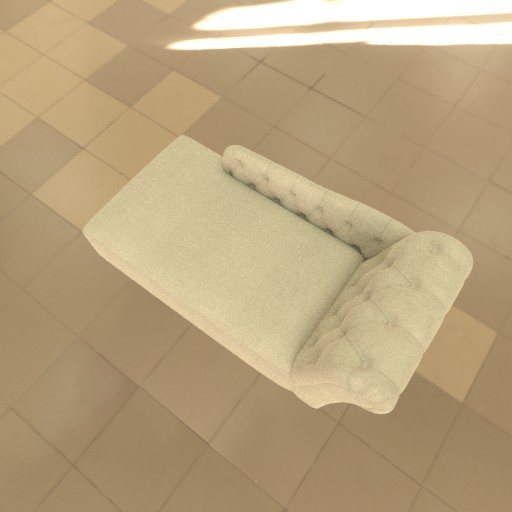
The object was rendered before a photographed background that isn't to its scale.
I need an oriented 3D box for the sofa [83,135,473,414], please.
[{"bbox_3d":[0.000,0.000,1.811,1.379,0.787,0.675,33,68,16],"label":"sofa"}]
